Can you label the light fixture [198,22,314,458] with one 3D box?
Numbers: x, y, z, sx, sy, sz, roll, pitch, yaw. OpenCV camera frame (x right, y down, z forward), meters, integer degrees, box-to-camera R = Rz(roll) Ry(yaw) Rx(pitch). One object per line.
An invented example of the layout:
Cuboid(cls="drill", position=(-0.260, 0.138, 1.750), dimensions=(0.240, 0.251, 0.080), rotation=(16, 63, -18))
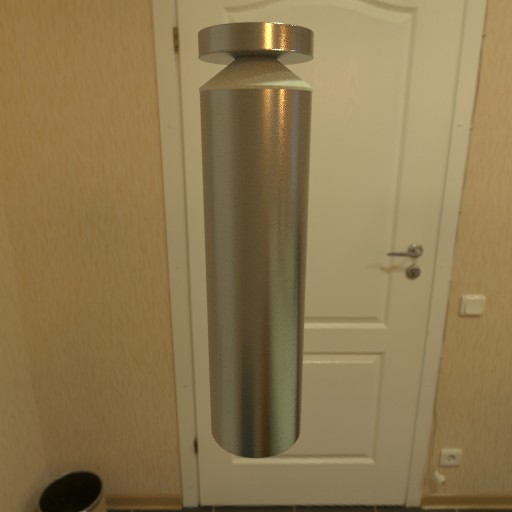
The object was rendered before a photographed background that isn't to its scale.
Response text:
Cuboid(cls="light fixture", position=(0.000, 0.000, 0.441), dimensions=(0.102, 0.400, 0.102), rotation=(-9, 19, -28))
